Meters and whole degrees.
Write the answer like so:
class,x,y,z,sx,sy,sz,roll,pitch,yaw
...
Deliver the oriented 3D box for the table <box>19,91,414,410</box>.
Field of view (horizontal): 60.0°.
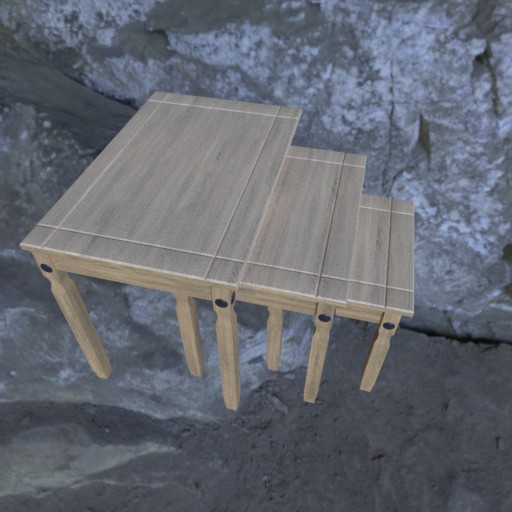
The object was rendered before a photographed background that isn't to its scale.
class,x,y,z,sx,sy,sz,roll,pitch,yaw
table,0.000,0.000,1.199,0.773,0.535,0.660,10,47,10
